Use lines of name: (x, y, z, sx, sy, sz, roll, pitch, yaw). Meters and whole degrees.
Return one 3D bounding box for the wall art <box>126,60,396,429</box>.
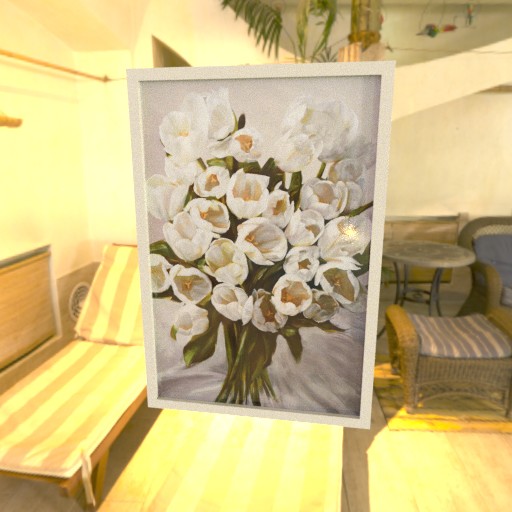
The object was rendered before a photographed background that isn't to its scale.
wall art: (0.000, 0.000, 0.538, 0.293, 0.428, 0.025, 2, 14, 9)
